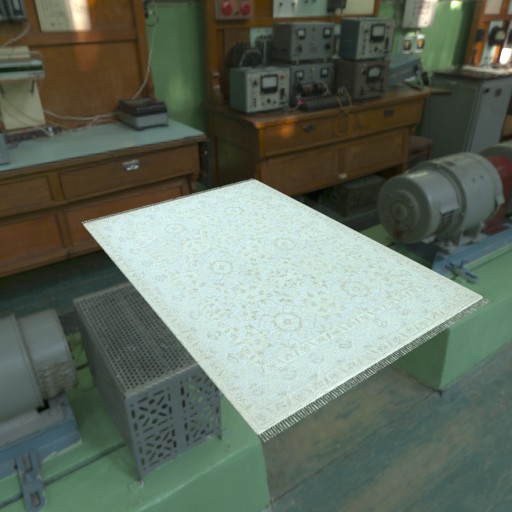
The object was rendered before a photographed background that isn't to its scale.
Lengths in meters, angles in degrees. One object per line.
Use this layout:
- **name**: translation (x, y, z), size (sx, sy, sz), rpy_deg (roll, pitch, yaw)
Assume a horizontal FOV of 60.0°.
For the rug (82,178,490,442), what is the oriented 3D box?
- **rug**: translation (0.000, 0.000, 2.797), size (1.514, 0.011, 2.233), rpy_deg (-20, 36, -30)
